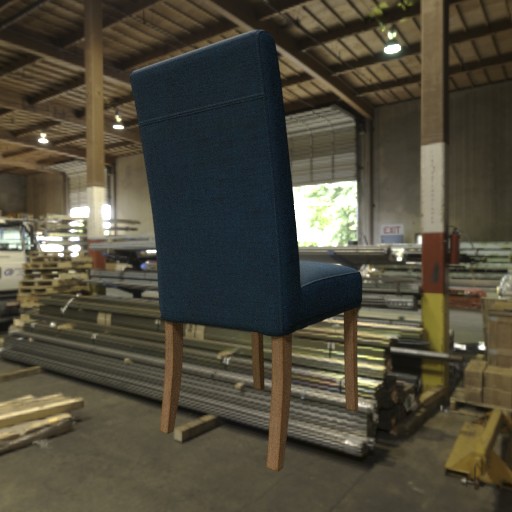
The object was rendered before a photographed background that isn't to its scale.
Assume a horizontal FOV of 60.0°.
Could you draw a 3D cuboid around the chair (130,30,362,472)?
[{"bbox_3d":[0.000,0.000,1.341,0.450,1.029,0.610,1,2,35],"label":"chair"}]
